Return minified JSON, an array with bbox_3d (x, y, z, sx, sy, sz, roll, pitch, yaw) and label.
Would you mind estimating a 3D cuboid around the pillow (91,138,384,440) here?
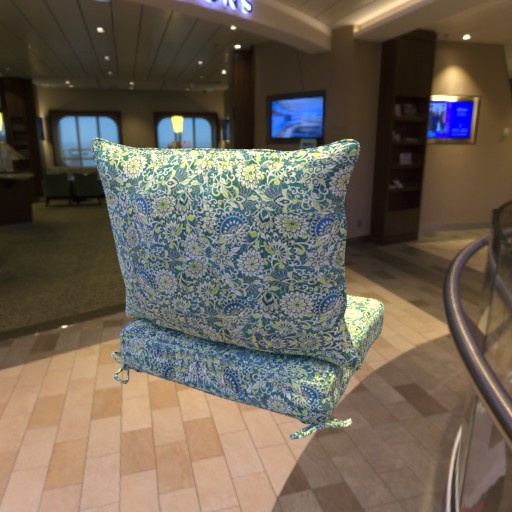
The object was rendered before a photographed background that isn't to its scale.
[{"bbox_3d":[0.000,0.000,1.407,0.798,0.722,0.740,8,16,27],"label":"pillow"}]
